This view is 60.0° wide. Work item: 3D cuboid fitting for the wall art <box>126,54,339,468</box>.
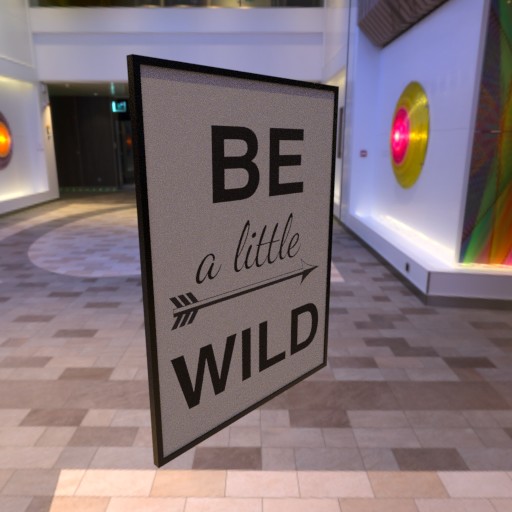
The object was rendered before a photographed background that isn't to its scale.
[{"bbox_3d":[0.000,0.000,0.761,0.013,0.582,0.442,13,20,42],"label":"wall art"}]
